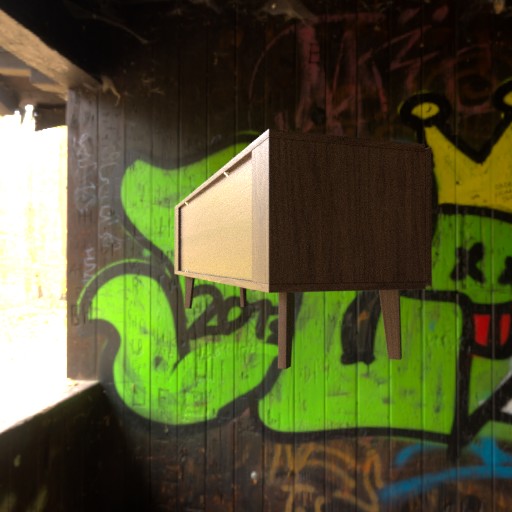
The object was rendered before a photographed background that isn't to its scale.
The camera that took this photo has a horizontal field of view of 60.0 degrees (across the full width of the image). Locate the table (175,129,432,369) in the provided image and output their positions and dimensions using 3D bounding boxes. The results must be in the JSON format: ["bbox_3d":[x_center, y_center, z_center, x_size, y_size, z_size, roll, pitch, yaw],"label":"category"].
[{"bbox_3d":[0.000,0.000,1.635,0.405,0.508,1.397,0,-1,-18],"label":"table"}]
